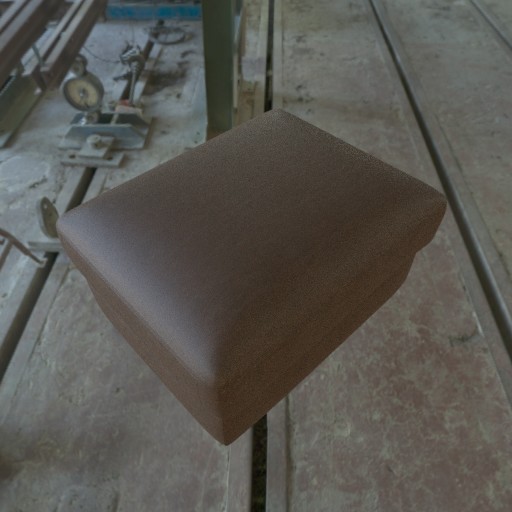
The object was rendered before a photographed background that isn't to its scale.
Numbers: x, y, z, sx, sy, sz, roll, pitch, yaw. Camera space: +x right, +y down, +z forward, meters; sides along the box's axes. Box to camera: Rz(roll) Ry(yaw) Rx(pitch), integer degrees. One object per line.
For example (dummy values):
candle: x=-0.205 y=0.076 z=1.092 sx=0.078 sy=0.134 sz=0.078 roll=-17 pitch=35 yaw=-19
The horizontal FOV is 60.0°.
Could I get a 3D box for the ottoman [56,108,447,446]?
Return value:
ottoman: x=0.000 y=0.000 z=1.211 sx=0.787 sy=0.508 sz=0.635 roll=-35 pitch=56 yaw=-28
